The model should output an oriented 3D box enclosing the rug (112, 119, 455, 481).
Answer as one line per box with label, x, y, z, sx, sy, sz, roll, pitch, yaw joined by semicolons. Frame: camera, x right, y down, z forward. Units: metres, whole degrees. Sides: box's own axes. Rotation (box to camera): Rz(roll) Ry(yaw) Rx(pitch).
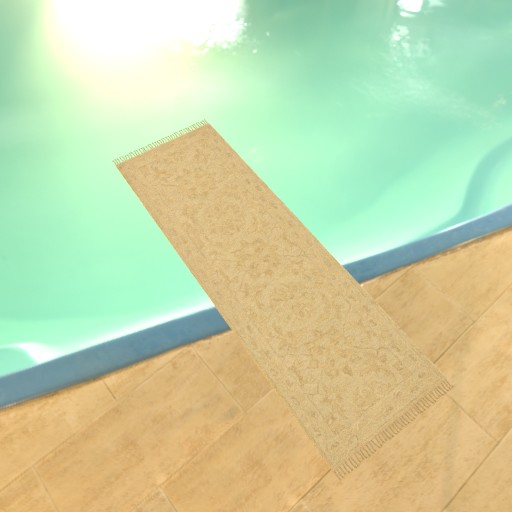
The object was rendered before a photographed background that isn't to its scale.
rug;0.000;0.000;2.787;0.795;0.015;2.544;-30;62;-18
